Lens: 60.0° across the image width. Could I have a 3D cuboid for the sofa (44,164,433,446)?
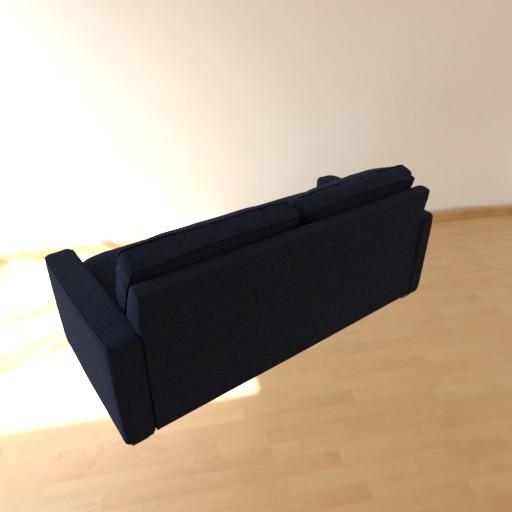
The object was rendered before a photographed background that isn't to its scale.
[{"bbox_3d":[0.000,0.000,2.551,2.080,0.919,0.940,-20,36,-31],"label":"sofa"}]
